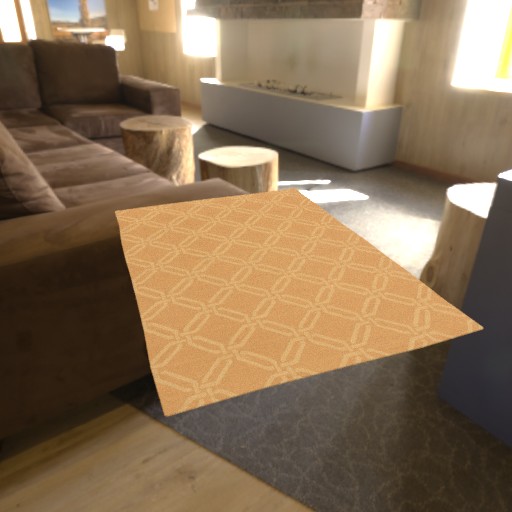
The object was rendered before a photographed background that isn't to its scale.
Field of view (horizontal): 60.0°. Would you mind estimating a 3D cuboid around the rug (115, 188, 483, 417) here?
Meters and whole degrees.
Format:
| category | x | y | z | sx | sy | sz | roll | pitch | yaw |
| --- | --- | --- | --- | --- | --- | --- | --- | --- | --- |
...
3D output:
| category | x | y | z | sx | sy | sz | roll | pitch | yaw |
| --- | --- | --- | --- | --- | --- | --- | --- | --- | --- |
| rug | 0.000 | 0.000 | 2.734 | 1.524 | 0.013 | 2.135 | -10 | 30 | -18 |
